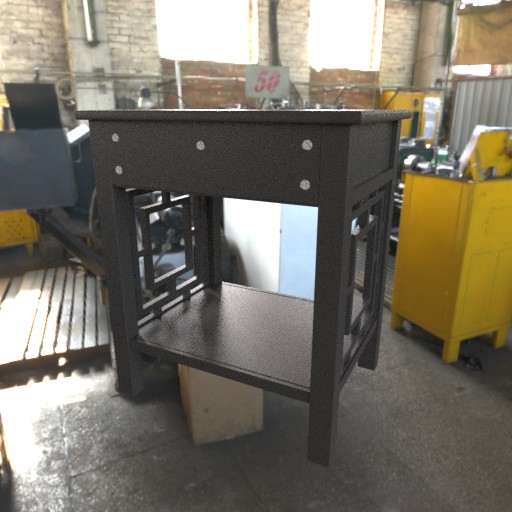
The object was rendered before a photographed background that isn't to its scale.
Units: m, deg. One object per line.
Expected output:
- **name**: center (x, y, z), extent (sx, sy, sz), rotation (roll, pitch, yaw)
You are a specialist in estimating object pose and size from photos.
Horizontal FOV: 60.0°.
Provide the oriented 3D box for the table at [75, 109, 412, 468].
- **table**: center (0.000, 0.000, 1.032), extent (0.564, 0.646, 0.451), rotation (9, 20, 26)
